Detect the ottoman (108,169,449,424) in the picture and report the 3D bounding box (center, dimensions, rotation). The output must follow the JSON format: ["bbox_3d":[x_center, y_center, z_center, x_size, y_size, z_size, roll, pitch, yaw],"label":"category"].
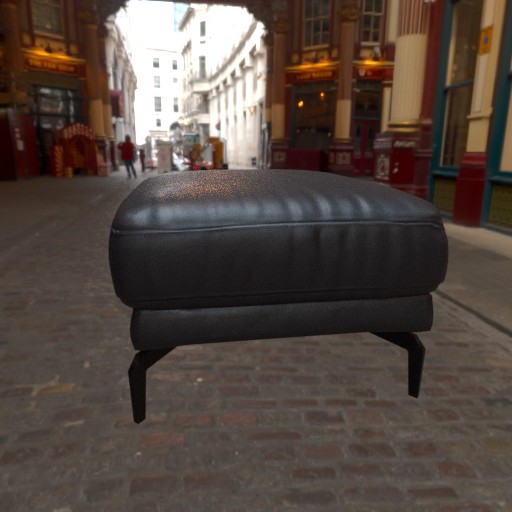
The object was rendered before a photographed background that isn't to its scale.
[{"bbox_3d":[0.000,0.000,1.069,0.570,0.402,0.764,-2,14,-9],"label":"ottoman"}]
